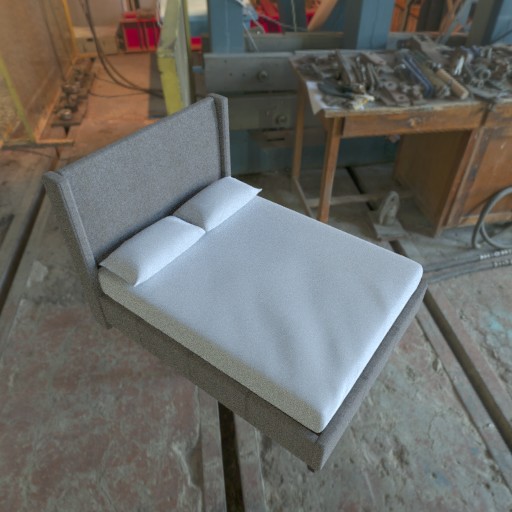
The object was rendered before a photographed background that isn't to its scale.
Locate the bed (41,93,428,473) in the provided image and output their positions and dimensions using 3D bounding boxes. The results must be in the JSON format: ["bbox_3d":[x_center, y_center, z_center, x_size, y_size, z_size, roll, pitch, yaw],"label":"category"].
[{"bbox_3d":[0.000,0.000,3.387,2.245,1.481,1.714,26,48,26],"label":"bed"}]
